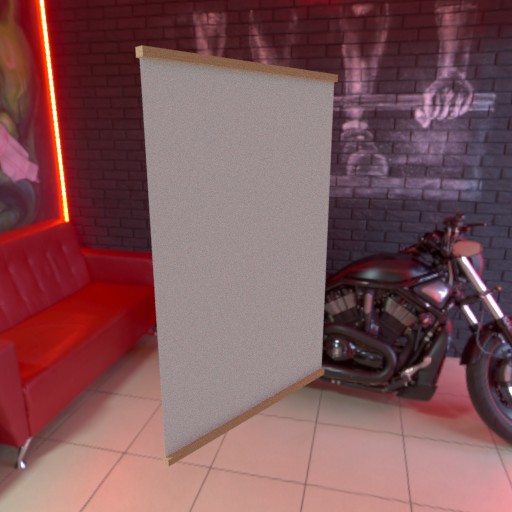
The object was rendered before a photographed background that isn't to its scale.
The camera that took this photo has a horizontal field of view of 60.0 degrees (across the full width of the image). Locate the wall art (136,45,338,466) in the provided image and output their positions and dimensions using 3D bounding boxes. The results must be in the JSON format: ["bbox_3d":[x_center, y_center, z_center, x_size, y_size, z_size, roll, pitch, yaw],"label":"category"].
[{"bbox_3d":[0.000,0.000,1.879,0.991,1.510,0.040,-15,21,-42],"label":"wall art"}]
